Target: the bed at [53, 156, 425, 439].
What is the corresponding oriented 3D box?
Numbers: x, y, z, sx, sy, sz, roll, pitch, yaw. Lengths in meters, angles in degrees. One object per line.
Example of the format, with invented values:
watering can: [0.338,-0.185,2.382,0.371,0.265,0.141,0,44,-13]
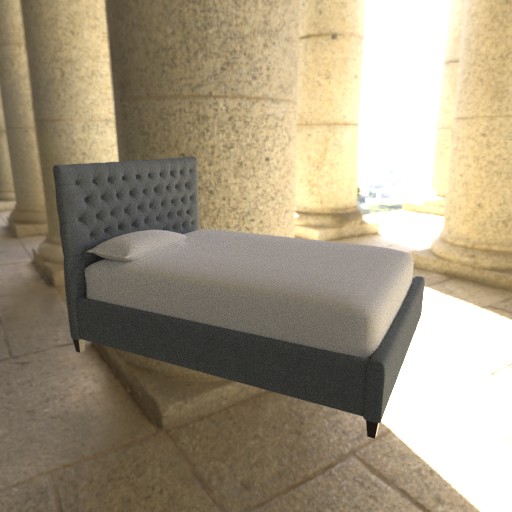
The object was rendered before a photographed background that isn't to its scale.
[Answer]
bed: [0.000,0.000,3.437,2.335,1.411,1.698,7,17,26]
